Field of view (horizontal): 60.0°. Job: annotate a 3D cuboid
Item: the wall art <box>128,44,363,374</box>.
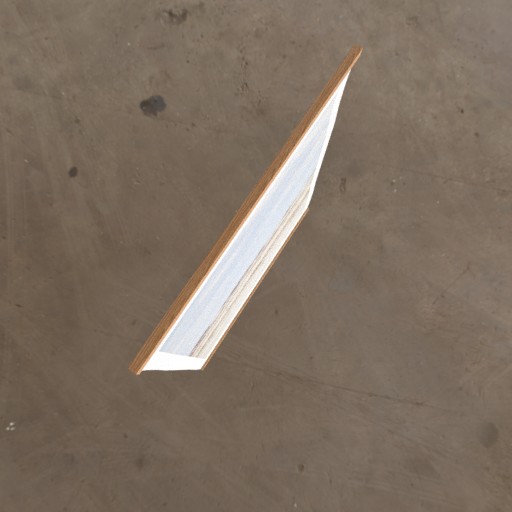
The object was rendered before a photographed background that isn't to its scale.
[{"bbox_3d":[0.000,0.000,0.681,0.010,0.507,0.404,32,78,8],"label":"wall art"}]
